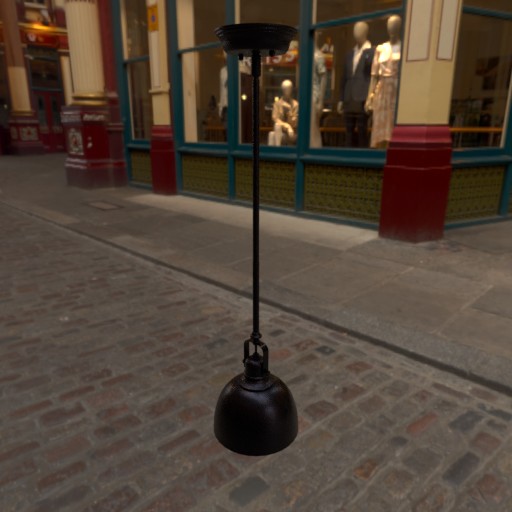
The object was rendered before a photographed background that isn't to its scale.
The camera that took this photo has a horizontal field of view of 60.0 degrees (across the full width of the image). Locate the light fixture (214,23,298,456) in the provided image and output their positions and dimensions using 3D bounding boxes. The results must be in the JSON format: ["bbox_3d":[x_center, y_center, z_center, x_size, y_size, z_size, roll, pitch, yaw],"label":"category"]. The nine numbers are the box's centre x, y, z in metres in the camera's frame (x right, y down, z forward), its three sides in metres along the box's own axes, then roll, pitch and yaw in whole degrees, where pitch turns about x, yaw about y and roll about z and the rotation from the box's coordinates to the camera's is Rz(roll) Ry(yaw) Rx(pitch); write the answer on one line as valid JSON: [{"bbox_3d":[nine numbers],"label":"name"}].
[{"bbox_3d":[0.000,0.000,0.838,0.182,0.768,0.182,16,23,41],"label":"light fixture"}]
